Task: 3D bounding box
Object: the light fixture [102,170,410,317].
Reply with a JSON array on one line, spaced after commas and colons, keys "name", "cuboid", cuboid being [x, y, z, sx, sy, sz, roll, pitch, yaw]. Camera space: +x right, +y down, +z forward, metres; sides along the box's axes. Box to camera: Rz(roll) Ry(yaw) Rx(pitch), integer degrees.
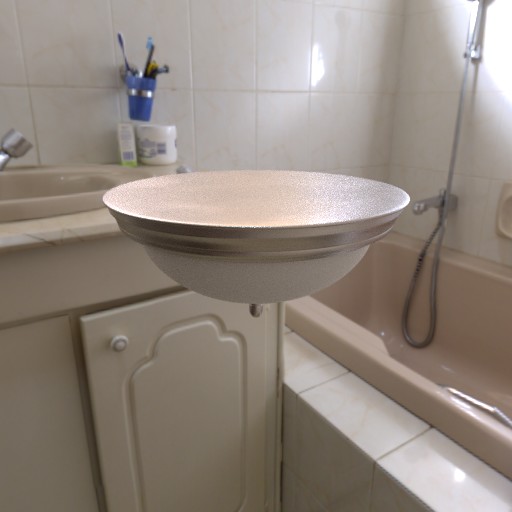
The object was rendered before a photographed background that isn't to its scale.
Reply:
[{"name": "light fixture", "cuboid": [0.000, 0.000, 0.445, 0.280, 0.135, 0.280, 0, 18, 0]}]
